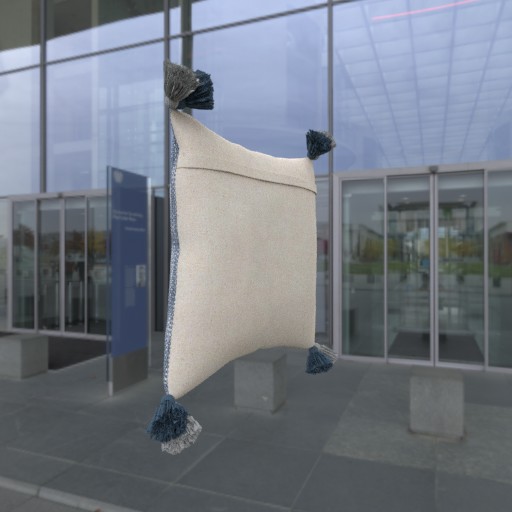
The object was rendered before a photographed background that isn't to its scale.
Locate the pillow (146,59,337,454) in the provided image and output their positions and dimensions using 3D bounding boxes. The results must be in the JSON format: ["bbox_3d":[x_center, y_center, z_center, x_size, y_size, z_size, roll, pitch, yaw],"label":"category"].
[{"bbox_3d":[0.000,0.000,0.919,0.138,0.634,0.614,0,0,37],"label":"pillow"}]
